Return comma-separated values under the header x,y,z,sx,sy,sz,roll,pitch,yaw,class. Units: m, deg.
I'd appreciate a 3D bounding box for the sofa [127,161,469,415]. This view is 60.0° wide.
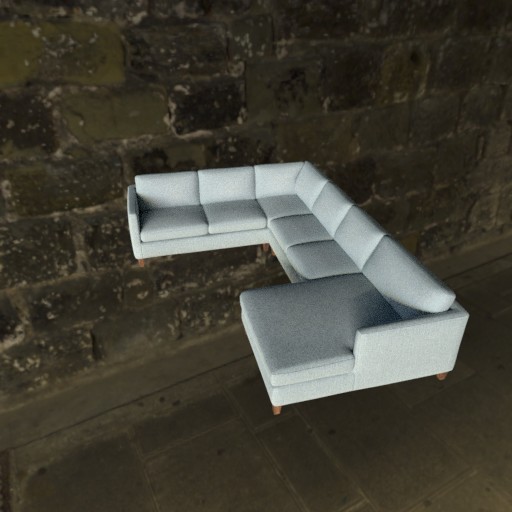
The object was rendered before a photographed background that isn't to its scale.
x,y,z,sx,sy,sz,roll,pitch,yaw,class
0.000,0.000,4.617,2.551,0.889,3.403,-7,31,-12,sofa
